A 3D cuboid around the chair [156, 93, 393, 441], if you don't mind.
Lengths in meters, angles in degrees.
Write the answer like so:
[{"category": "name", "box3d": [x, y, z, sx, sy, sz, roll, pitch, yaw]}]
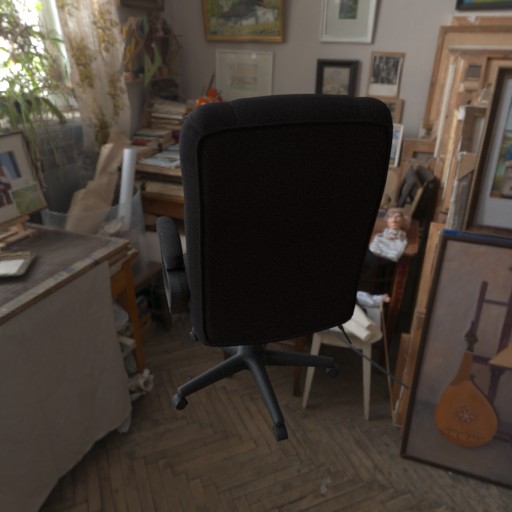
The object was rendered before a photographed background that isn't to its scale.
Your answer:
[{"category": "chair", "box3d": [0.000, 0.000, 1.509, 0.667, 1.105, 0.724, -7, 27, -15]}]
